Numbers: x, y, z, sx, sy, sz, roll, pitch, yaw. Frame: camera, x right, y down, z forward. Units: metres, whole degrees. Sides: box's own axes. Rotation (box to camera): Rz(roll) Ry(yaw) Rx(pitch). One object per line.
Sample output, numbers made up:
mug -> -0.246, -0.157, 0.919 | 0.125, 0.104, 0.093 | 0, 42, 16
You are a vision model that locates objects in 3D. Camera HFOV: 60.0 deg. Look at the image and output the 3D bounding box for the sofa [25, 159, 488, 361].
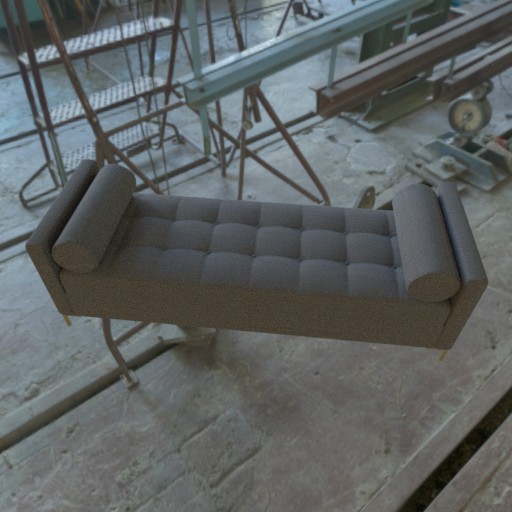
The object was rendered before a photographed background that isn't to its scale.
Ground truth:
sofa -> 0.000, 0.000, 2.314 | 1.981, 0.635, 0.686 | 4, 46, 4
